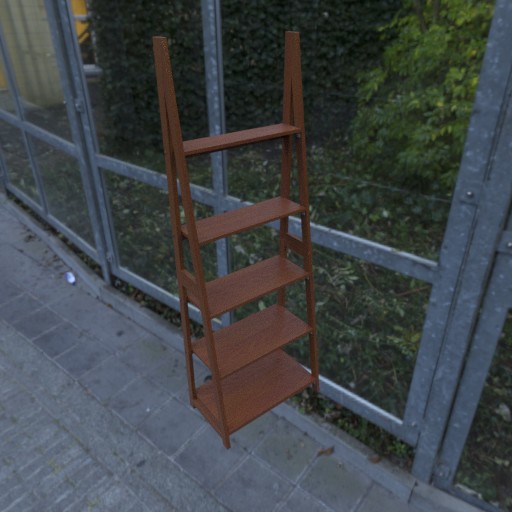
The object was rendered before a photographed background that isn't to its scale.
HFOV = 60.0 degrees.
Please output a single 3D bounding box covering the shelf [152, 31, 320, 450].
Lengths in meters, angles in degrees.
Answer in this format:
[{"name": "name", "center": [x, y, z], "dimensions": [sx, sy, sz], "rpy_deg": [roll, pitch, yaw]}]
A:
[{"name": "shelf", "center": [0.000, 0.000, 1.999], "dimensions": [0.630, 1.780, 0.356], "rpy_deg": [-21, 35, -32]}]
